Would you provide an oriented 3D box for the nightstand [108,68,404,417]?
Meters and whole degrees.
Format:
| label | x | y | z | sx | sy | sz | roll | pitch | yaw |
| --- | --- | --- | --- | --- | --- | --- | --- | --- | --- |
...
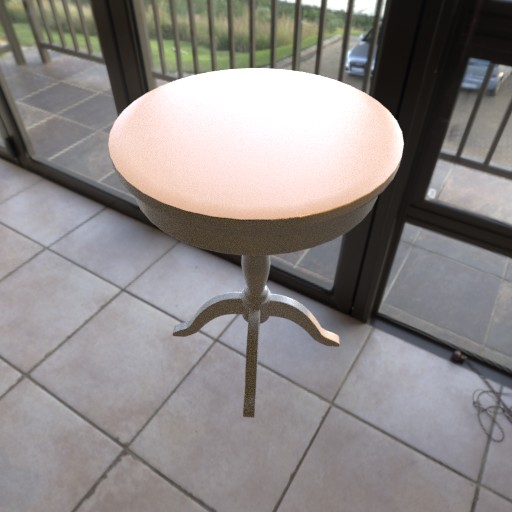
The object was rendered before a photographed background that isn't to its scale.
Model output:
| label | x | y | z | sx | sy | sz | roll | pitch | yaw |
| --- | --- | --- | --- | --- | --- | --- | --- | --- | --- |
| nightstand | 0.000 | 0.000 | 1.020 | 0.513 | 0.653 | 0.513 | 10 | 46 | 10 |
